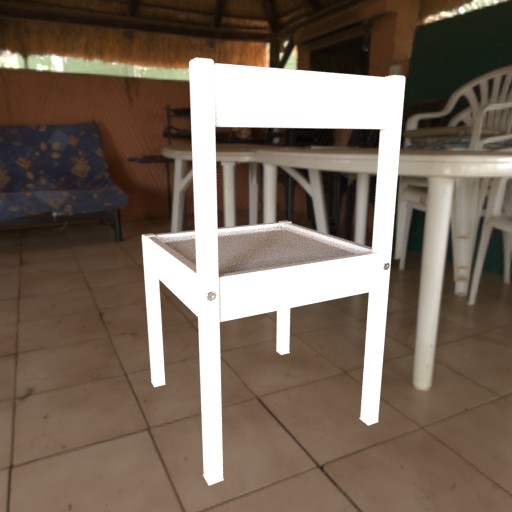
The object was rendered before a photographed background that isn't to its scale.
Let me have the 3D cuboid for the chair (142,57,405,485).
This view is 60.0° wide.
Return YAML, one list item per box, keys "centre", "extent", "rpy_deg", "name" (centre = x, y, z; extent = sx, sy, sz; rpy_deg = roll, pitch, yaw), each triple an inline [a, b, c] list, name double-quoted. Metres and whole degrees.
- centre: [0.000, 0.000, 0.685]
  extent: [0.285, 0.505, 0.285]
  rpy_deg: [-8, 17, -27]
  name: "chair"
